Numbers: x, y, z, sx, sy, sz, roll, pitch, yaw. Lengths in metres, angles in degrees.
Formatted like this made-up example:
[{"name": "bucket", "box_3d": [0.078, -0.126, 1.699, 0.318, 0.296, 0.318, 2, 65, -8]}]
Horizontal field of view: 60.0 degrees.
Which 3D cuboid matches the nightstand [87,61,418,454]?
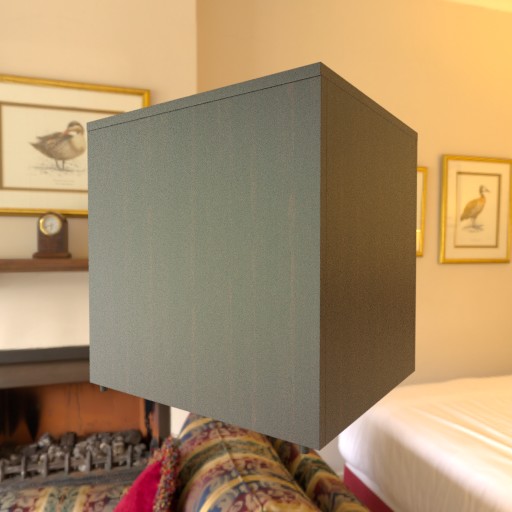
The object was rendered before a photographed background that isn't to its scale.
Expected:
[{"name": "nightstand", "box_3d": [0.000, 0.000, 0.807, 0.461, 0.460, 0.400, 1, 2, 35]}]
